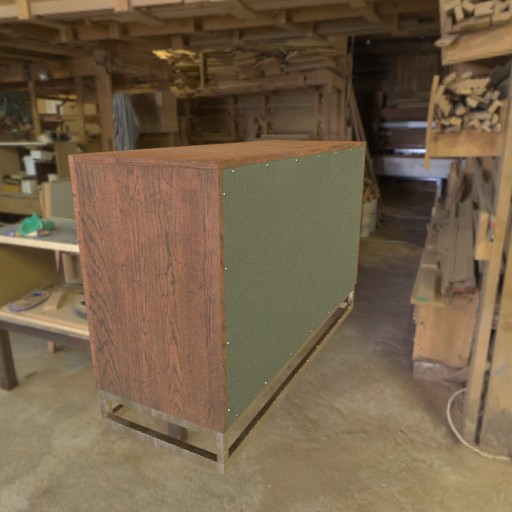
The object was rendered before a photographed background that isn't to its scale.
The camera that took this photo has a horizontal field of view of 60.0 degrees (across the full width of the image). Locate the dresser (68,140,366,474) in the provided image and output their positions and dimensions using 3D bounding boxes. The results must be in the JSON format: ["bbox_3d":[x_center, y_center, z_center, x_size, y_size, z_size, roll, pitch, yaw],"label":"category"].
[{"bbox_3d":[0.000,0.000,2.204,0.623,1.061,1.646,8,18,26],"label":"dresser"}]
